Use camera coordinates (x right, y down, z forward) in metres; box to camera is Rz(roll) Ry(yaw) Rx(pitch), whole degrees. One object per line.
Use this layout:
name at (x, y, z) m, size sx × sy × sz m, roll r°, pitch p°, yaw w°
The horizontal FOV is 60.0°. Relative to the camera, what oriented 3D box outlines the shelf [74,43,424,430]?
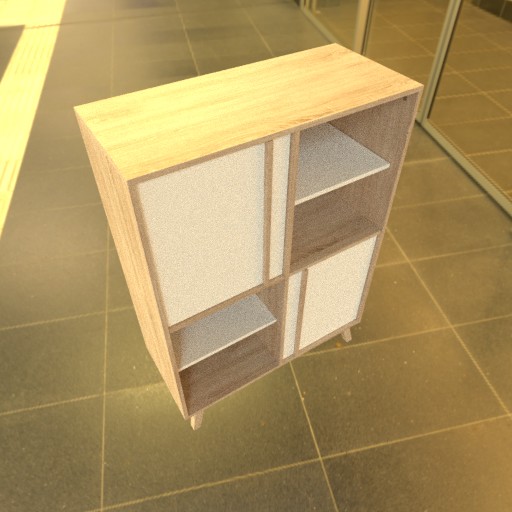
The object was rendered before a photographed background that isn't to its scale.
shelf at (0.000, 0.000, 1.858) m, size 1.000 × 1.390 × 0.450 m, roll -24°, pitch 49°, yaw -22°
